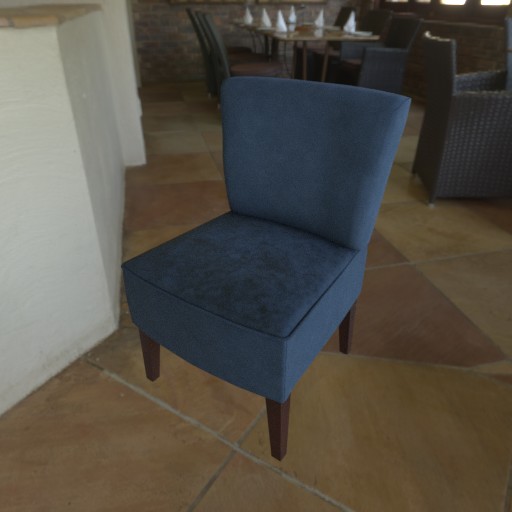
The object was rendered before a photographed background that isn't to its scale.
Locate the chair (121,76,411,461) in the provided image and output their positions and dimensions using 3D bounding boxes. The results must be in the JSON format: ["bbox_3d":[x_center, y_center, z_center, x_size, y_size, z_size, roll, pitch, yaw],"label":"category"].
[{"bbox_3d":[0.000,0.000,1.169,0.521,0.806,0.551,20,36,30],"label":"chair"}]
